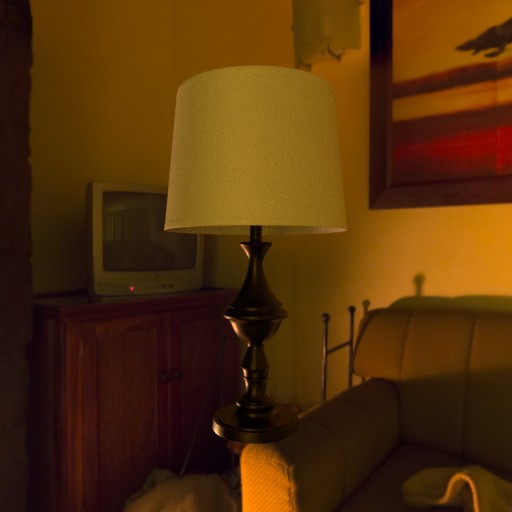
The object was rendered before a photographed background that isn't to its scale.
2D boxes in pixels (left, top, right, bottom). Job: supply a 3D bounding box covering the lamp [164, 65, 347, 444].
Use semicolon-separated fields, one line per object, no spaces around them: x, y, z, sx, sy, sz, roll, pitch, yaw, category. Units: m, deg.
0.000;0.000;0.947;0.383;0.726;0.383;0;0;0;lamp
